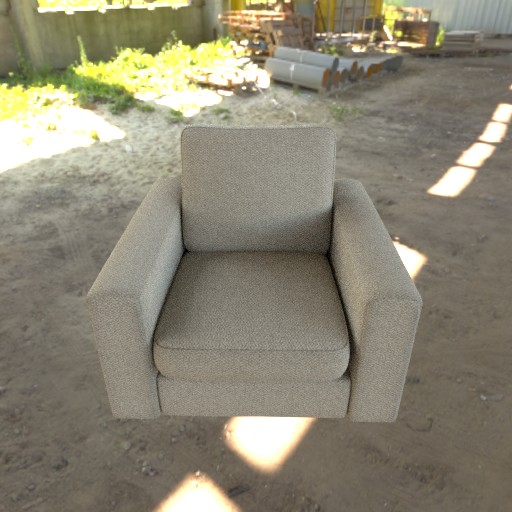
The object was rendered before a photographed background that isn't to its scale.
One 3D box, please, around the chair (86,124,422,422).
[{"bbox_3d":[0.000,0.000,1.759,1.005,0.873,1.016,1,30,1],"label":"chair"}]
